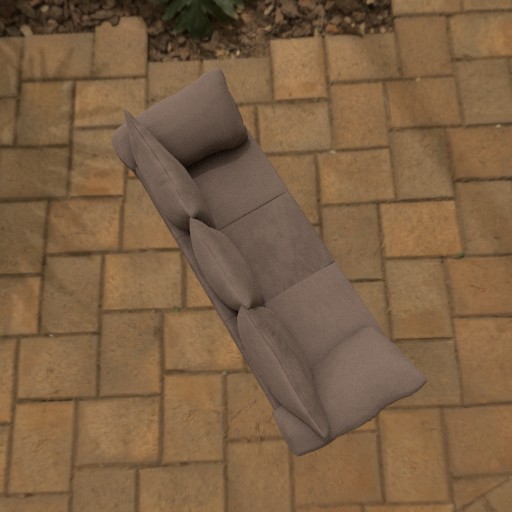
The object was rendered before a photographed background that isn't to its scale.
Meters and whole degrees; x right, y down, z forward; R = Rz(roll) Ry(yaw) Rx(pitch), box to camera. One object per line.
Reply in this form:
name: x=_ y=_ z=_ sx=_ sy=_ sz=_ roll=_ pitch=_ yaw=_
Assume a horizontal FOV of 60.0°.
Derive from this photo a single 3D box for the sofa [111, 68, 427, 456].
sofa: x=0.000 y=0.000 z=2.932 sx=0.893 sy=0.981 sz=2.377 roll=-31 pitch=78 yaw=-7
